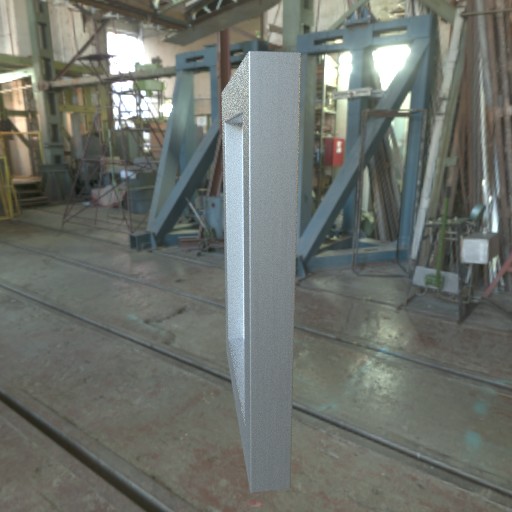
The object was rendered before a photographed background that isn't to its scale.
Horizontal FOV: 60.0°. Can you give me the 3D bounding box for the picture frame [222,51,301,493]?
[{"bbox_3d":[0.000,0.000,0.277,0.028,0.208,0.157,-2,15,-8],"label":"picture frame"}]
